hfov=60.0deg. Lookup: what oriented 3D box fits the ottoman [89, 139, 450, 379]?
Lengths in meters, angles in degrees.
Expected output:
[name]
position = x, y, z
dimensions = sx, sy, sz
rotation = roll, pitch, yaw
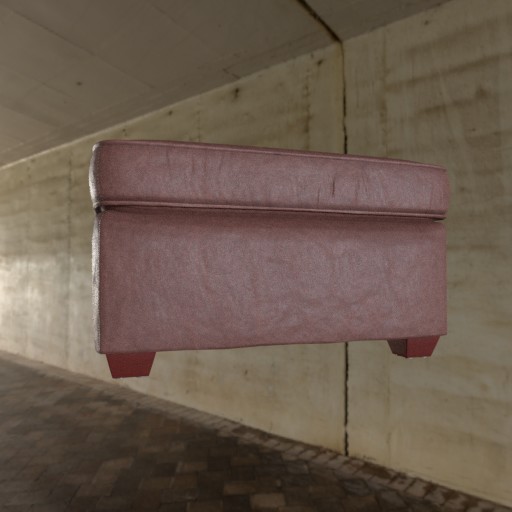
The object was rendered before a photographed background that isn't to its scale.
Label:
[ottoman]
position = 0.000, 0.000, 1.084
dimensions = 0.749, 0.449, 0.548
rotation = 0, -2, -17
